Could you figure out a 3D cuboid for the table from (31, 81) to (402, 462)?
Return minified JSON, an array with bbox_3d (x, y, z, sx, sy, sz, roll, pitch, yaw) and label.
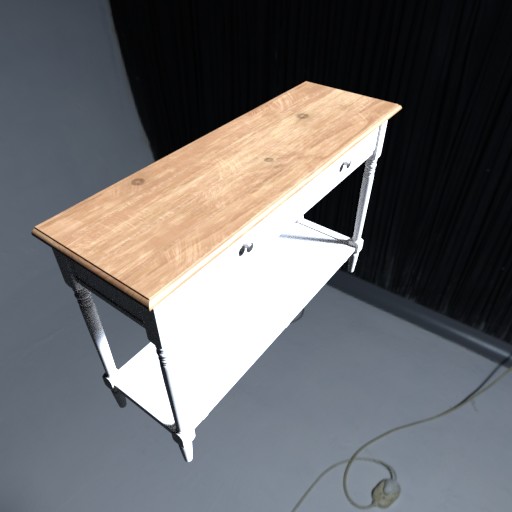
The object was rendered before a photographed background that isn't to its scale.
[{"bbox_3d":[0.000,0.000,1.567,0.399,0.800,1.219,26,47,27],"label":"table"}]
